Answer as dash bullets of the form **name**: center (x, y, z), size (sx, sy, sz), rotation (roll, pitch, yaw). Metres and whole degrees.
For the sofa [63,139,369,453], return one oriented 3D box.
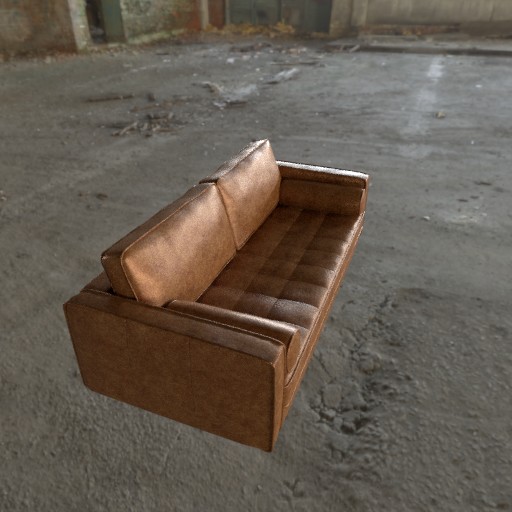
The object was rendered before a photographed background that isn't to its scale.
- **sofa**: center (0.000, 0.000, 2.454), size (0.924, 0.825, 1.920), rotation (12, 33, 18)
